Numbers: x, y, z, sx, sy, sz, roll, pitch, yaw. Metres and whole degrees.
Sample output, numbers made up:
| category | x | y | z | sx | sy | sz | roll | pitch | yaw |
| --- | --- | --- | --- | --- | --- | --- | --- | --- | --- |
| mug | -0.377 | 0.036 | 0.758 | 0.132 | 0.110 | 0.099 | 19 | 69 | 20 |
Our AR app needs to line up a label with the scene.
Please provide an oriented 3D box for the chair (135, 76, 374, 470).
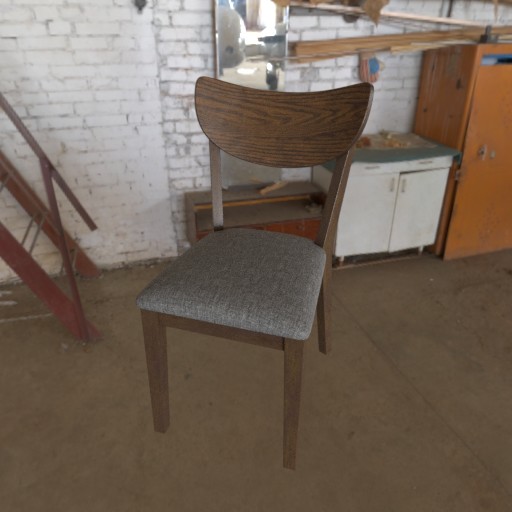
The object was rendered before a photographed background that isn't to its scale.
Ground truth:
| category | x | y | z | sx | sy | sz | roll | pitch | yaw |
| --- | --- | --- | --- | --- | --- | --- | --- | --- | --- |
| chair | 0.000 | 0.000 | 1.197 | 0.491 | 0.849 | 0.583 | 9 | 29 | 16 |
